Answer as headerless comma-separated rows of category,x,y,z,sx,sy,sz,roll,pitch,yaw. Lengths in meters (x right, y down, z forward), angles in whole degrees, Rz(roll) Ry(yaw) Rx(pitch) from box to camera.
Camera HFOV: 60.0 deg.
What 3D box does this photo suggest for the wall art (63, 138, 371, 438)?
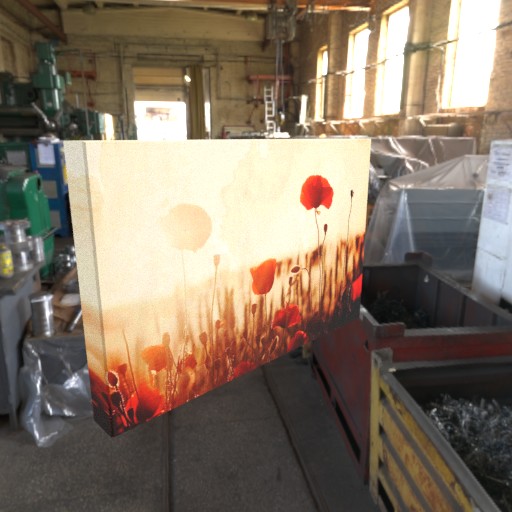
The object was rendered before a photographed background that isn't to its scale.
wall art,0.000,0.000,0.493,0.383,0.251,0.037,-14,21,-42
